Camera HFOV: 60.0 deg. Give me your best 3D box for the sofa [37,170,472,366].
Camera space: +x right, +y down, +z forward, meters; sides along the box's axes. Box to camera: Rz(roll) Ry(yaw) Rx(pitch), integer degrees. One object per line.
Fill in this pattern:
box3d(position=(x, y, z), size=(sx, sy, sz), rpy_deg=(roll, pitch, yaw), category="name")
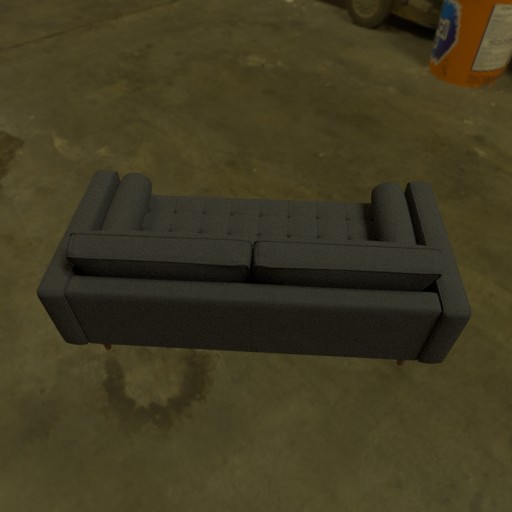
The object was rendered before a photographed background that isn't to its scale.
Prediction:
box3d(position=(0.000, 0.000, 2.324), size=(1.875, 0.759, 0.914), rpy_deg=(3, 48, 2), category="sofa")
